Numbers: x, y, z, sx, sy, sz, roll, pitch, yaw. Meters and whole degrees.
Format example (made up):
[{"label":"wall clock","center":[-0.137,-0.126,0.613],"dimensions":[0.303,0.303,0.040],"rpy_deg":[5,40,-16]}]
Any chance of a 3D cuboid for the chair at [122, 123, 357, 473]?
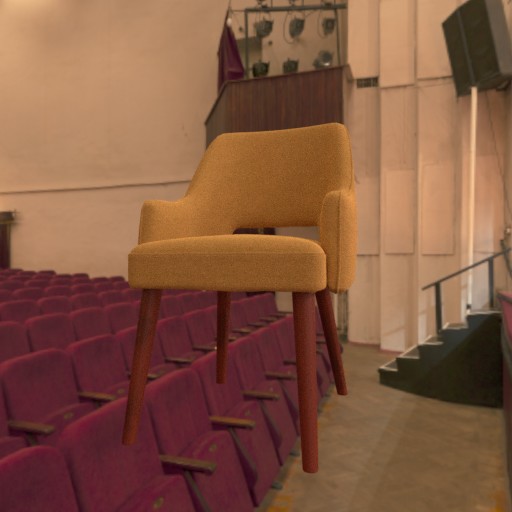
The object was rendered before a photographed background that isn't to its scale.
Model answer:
[{"label":"chair","center":[0.000,0.000,1.213],"dimensions":[0.548,0.849,0.605],"rpy_deg":[0,-1,18]}]
